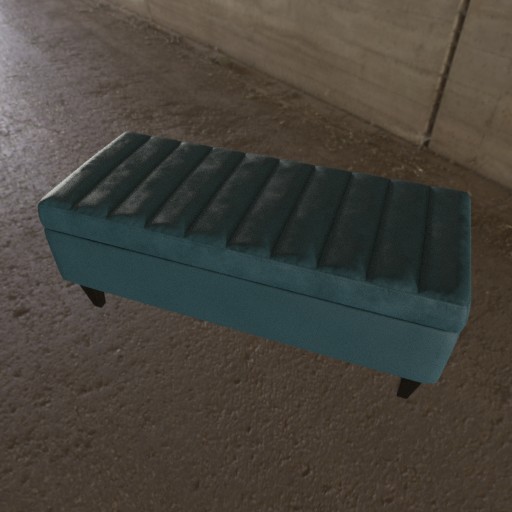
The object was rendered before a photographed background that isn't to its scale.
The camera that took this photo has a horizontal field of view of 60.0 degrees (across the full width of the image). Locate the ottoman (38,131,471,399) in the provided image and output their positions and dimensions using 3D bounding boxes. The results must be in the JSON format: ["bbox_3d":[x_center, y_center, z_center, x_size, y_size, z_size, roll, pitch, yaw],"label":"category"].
[{"bbox_3d":[0.000,0.000,1.381,1.151,0.469,0.482,14,44,14],"label":"ottoman"}]
